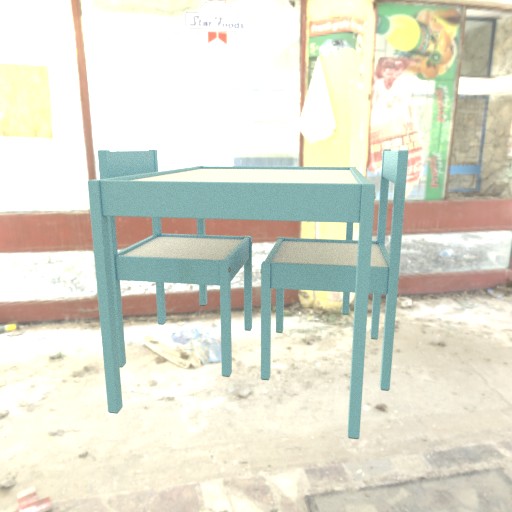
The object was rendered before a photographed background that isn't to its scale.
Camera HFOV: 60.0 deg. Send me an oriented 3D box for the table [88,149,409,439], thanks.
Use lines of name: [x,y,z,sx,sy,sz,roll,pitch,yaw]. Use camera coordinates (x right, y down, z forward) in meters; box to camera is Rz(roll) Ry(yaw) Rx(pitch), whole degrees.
table: [0.000,0.000,1.078,0.633,0.503,0.639,2,14,9]
